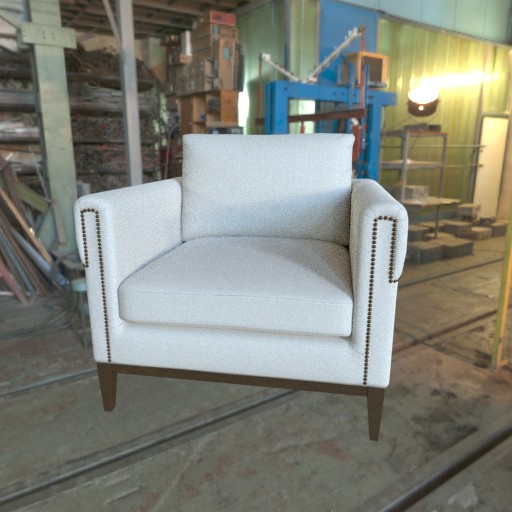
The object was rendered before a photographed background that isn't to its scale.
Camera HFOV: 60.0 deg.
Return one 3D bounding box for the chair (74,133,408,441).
[{"bbox_3d":[0.000,0.000,1.693,0.982,0.915,0.896,2,14,10],"label":"chair"}]
